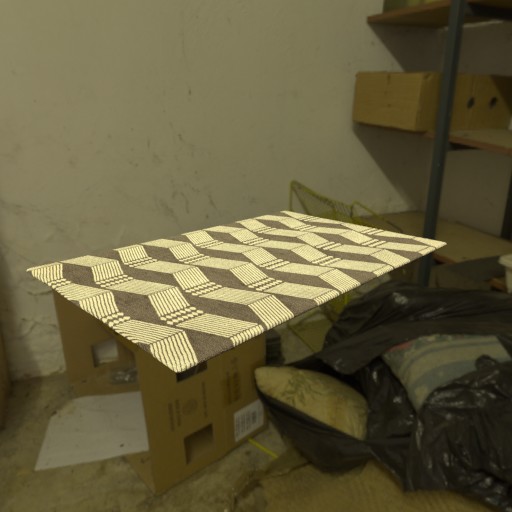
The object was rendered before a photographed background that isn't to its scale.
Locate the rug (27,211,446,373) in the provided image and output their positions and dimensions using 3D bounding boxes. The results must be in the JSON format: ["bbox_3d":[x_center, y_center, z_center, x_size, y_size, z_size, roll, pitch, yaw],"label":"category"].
[{"bbox_3d":[0.000,0.000,2.278,1.833,0.016,1.210,-17,25,-42],"label":"rug"}]
